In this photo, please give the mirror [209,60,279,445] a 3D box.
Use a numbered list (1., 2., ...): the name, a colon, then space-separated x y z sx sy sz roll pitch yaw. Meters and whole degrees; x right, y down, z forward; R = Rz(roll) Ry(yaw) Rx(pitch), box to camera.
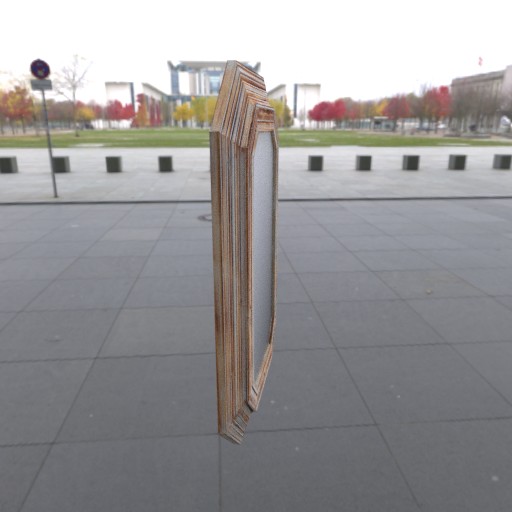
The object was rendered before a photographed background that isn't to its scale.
1. mirror: 0.000 0.000 1.304 0.061 1.015 0.709 3 17 10
